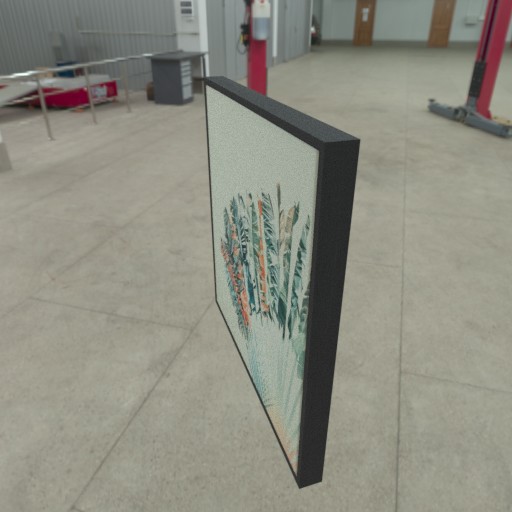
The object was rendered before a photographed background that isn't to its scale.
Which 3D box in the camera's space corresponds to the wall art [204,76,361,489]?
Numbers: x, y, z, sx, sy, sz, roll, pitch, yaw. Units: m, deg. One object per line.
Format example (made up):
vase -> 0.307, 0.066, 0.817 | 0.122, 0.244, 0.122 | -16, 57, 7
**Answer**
wall art -> 0.000, 0.000, 0.744 | 0.037, 0.507, 0.509 | -9, 30, -16
